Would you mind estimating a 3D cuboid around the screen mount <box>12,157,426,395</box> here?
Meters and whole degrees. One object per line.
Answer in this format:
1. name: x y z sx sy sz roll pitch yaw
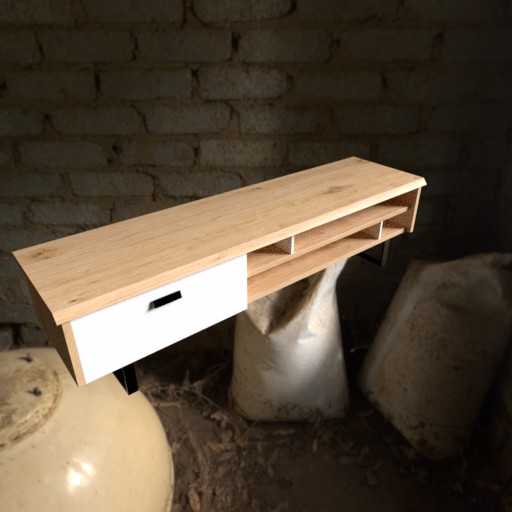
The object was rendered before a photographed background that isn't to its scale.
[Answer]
1. screen mount: 0.000 0.000 1.874 1.700 0.430 0.450 -21 36 -33
